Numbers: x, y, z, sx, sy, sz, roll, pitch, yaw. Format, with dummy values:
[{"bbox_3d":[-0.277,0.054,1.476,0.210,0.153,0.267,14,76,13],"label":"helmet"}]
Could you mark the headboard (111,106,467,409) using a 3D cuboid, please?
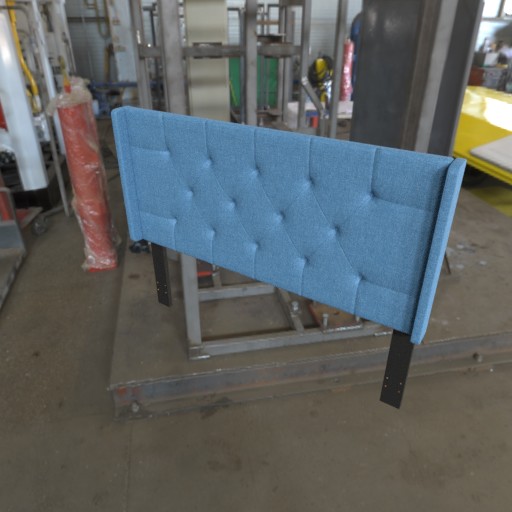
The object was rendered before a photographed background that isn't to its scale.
[{"bbox_3d":[0.000,0.000,2.681,2.051,1.524,0.184,18,34,29],"label":"headboard"}]
